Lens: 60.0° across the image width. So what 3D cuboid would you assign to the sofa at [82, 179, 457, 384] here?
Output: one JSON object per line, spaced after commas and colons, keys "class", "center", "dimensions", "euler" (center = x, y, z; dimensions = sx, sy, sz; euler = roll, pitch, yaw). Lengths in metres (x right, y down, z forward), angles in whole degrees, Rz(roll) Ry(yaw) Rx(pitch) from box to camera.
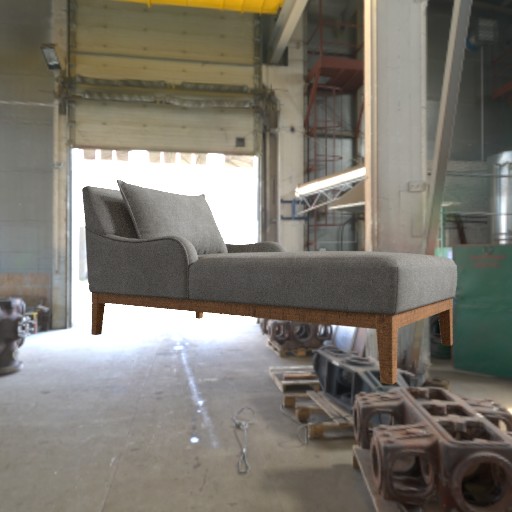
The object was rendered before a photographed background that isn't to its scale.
{"class": "sofa", "center": [0.000, 0.000, 2.302], "dimensions": [1.779, 0.859, 0.894], "euler": [0, -1, 36]}
